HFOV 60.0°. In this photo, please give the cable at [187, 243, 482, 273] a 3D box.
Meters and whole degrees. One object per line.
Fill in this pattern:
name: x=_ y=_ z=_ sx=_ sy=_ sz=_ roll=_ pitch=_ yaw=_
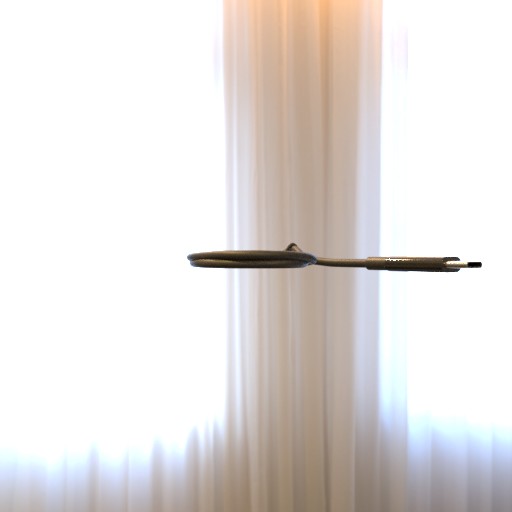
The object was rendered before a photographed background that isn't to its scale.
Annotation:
cable: x=0.000 y=0.000 z=0.221 sx=0.070 sy=0.014 sz=0.192 roll=0 pitch=0 yaw=-37
